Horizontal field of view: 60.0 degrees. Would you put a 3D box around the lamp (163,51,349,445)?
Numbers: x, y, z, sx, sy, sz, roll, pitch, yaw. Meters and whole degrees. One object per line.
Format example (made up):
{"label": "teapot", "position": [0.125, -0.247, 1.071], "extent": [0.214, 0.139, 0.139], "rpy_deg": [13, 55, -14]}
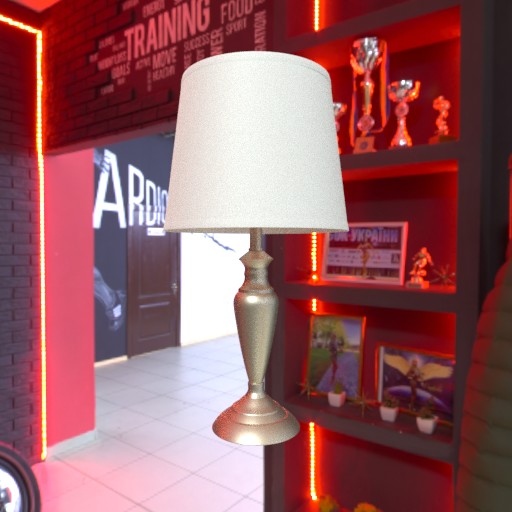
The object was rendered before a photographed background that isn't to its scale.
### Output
{"label": "lamp", "position": [0.000, 0.000, 0.800], "extent": [0.328, 0.619, 0.328], "rpy_deg": [0, 1, 0]}
